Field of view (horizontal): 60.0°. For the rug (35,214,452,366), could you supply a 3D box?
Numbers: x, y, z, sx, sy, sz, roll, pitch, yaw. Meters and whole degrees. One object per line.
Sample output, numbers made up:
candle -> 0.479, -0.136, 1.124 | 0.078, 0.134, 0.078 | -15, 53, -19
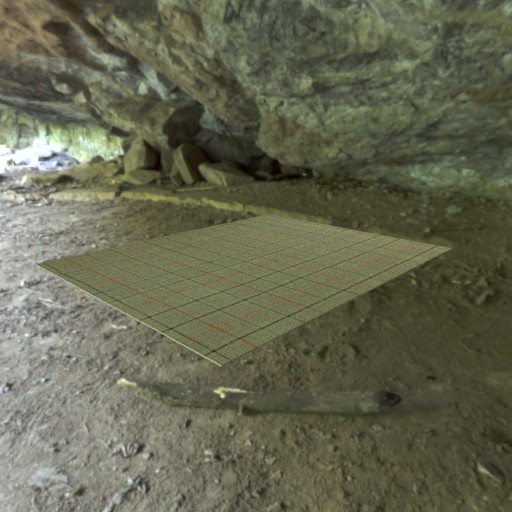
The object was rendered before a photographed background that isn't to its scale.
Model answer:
rug -> 0.000, 0.000, 4.127 | 2.444, 0.012, 3.048 | 16, 23, 42
